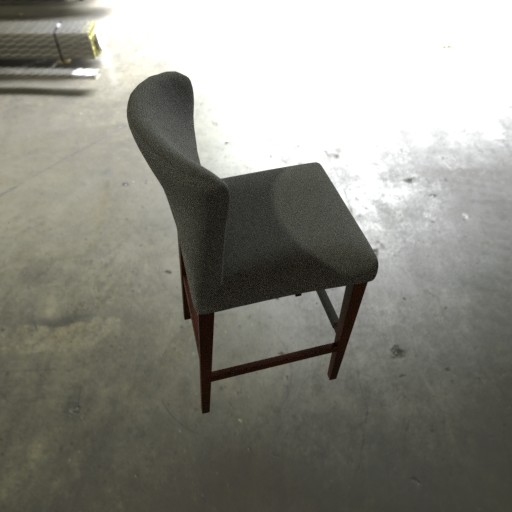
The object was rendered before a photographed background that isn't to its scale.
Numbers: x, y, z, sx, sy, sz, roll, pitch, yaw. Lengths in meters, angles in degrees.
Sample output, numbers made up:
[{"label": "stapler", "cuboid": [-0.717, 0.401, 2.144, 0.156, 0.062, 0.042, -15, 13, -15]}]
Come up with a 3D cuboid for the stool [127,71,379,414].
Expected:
[{"label": "stool", "cuboid": [0.000, 0.000, 1.373, 0.568, 1.069, 0.486, -11, 49, -10]}]
